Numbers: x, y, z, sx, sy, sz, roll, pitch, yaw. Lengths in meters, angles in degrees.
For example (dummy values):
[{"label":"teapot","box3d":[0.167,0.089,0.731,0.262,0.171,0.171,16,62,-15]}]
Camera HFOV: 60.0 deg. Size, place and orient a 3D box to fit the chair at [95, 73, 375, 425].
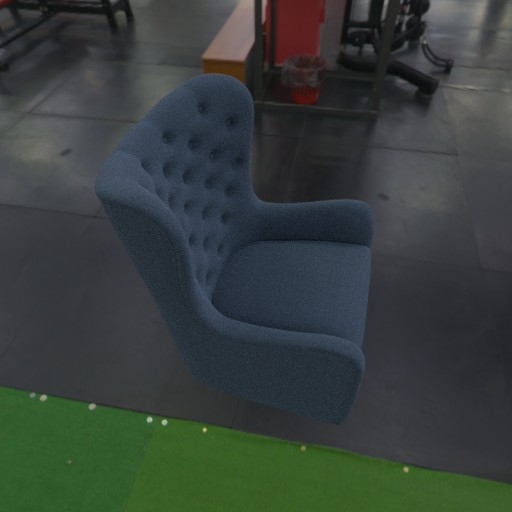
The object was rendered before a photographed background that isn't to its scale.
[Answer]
[{"label":"chair","box3d":[0.000,0.000,1.749,0.930,1.079,0.831,10,46,10]}]
